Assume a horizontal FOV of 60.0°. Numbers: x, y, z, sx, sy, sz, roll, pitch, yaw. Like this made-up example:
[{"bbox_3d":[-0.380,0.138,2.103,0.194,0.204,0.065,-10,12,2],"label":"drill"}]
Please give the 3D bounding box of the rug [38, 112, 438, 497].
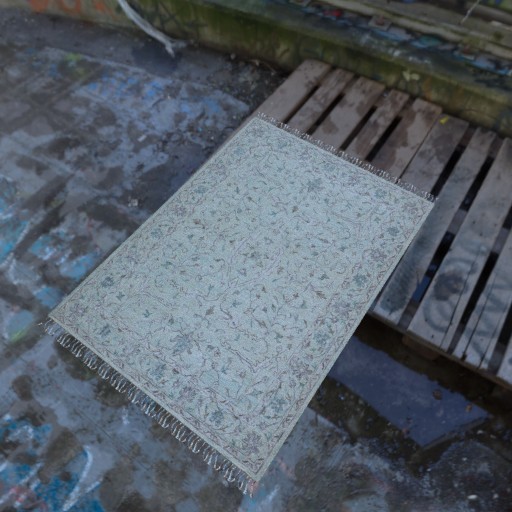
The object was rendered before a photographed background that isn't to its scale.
[{"bbox_3d":[0.000,0.000,2.268,1.247,0.008,1.802,31,63,18],"label":"rug"}]
